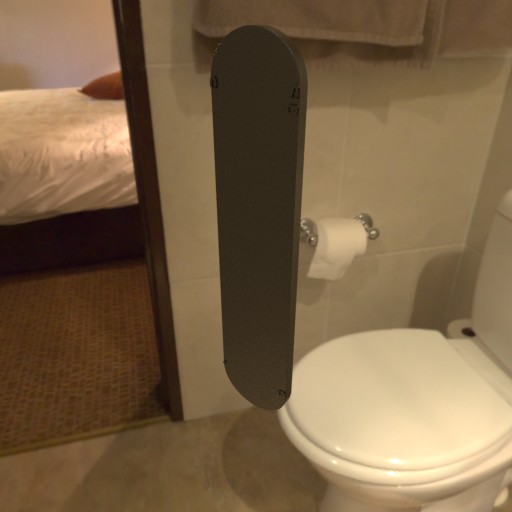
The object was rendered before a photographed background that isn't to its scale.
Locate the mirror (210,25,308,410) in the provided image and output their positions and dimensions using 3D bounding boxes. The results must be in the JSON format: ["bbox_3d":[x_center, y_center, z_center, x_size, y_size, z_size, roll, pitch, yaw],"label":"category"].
[{"bbox_3d":[0.000,0.000,1.071,0.222,0.991,0.032,20,35,32],"label":"mirror"}]
